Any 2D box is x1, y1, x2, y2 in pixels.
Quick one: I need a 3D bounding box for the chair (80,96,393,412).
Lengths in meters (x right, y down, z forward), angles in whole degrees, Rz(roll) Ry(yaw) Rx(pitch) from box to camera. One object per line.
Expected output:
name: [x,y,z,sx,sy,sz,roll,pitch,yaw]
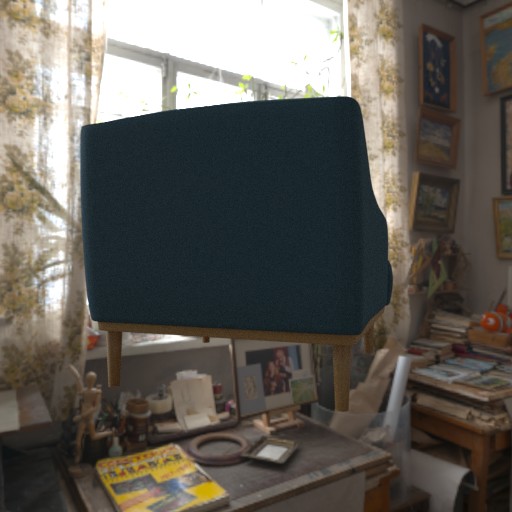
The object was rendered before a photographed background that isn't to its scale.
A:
chair: [0.000,0.000,1.623,0.946,0.818,0.951,0,0,18]
